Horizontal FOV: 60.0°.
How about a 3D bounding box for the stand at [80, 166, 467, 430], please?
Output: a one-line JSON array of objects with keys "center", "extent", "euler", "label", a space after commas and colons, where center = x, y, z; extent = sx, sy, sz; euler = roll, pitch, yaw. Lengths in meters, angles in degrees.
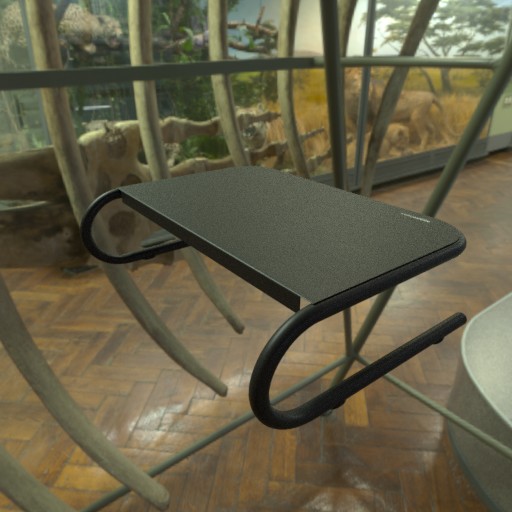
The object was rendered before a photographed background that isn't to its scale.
[{"center": [0.000, 0.000, 0.502], "extent": [0.280, 0.108, 0.370], "euler": [-18, 30, -33], "label": "stand"}]
